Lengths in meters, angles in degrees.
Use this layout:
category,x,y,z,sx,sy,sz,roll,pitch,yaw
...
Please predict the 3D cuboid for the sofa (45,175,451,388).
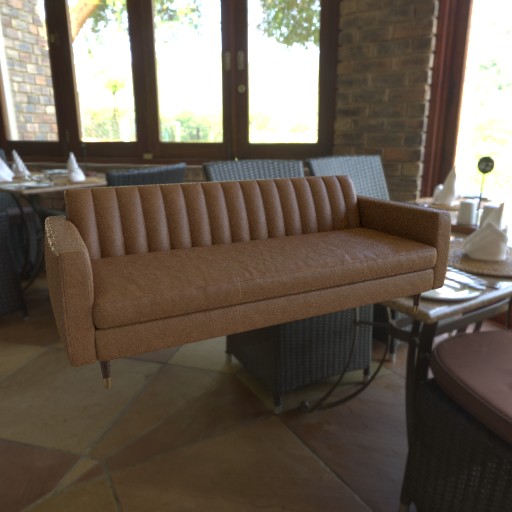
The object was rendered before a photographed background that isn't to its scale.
category,x,y,z,sx,sy,sz,roll,pitch,yaw
sofa,0.000,0.000,2.676,2.291,0.821,0.990,-8,17,-26
